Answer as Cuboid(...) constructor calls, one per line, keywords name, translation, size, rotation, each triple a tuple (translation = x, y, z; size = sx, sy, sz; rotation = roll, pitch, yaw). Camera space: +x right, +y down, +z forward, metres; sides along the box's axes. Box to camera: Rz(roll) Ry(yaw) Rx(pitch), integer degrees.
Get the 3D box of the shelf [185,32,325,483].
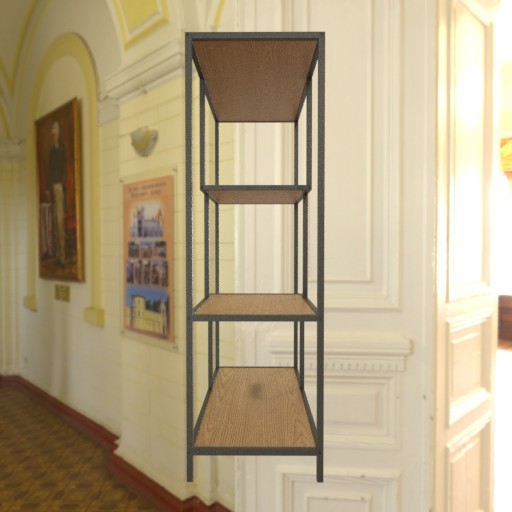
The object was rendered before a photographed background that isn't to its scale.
Cuboid(name="shelf", translation=(0.000, 0.000, 1.504), size=(0.350, 1.138, 0.770), rotation=(0, 2, 0))
